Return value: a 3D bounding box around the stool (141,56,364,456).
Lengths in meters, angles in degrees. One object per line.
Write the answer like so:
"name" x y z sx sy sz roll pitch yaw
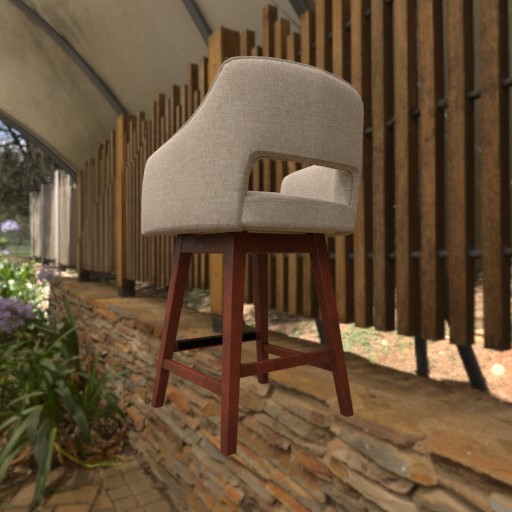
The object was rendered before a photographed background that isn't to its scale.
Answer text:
"stool" 0.000 0.000 1.324 0.599 0.944 0.558 0 0 -37
